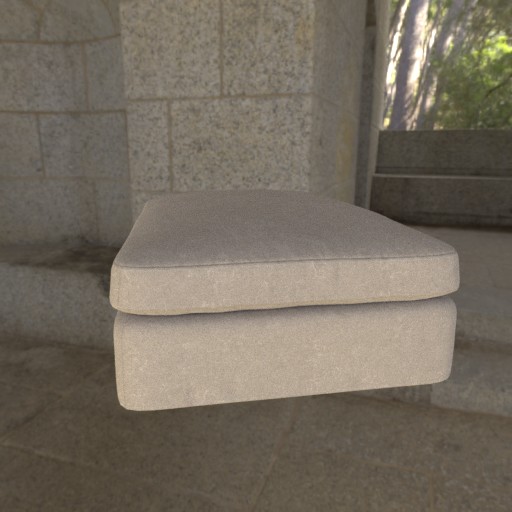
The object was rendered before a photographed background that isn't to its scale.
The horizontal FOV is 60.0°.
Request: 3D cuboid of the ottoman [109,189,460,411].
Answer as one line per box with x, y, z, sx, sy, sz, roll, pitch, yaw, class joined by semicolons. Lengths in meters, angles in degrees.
0.000;0.000;1.564;0.840;0.429;1.199;-2;14;-10;ottoman
